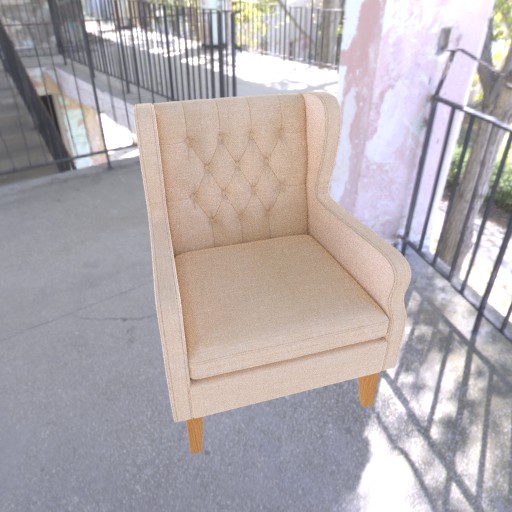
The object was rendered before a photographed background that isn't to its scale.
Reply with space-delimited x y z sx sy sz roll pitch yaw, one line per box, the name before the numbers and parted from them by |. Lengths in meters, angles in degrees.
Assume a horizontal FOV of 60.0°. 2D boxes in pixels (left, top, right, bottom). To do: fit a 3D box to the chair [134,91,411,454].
chair | 0.000 0.000 1.491 0.710 0.930 0.760 -9 34 -14
